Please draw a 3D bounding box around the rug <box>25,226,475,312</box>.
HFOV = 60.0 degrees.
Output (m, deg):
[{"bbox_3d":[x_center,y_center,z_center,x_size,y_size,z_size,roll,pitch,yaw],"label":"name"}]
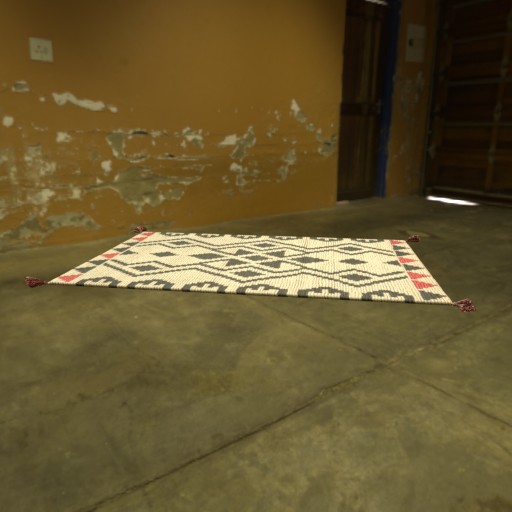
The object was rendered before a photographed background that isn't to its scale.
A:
[{"bbox_3d":[0.000,0.000,3.345,2.672,0.066,1.741,2,15,8],"label":"rug"}]
